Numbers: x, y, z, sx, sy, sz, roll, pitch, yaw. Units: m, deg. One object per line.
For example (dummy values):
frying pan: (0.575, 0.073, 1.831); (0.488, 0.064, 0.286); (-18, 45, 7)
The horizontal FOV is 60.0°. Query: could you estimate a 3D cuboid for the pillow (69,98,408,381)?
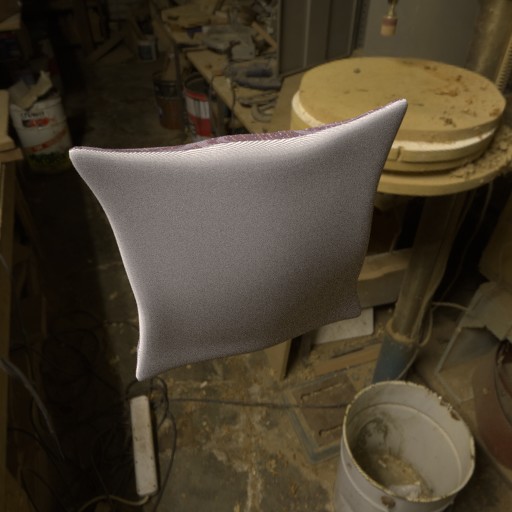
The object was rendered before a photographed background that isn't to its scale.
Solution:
pillow: (0.000, 0.000, 0.802); (0.514, 0.513, 0.163); (-14, 42, -15)
